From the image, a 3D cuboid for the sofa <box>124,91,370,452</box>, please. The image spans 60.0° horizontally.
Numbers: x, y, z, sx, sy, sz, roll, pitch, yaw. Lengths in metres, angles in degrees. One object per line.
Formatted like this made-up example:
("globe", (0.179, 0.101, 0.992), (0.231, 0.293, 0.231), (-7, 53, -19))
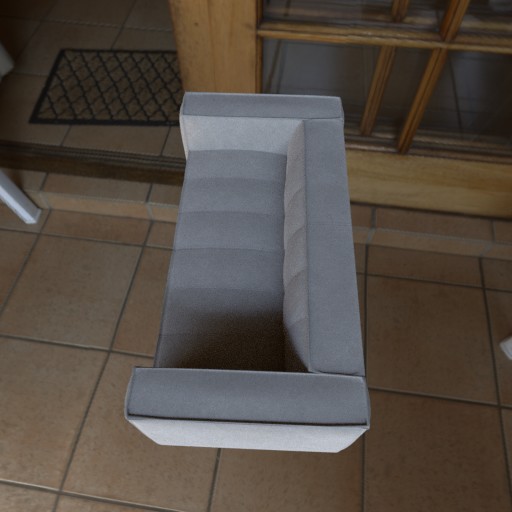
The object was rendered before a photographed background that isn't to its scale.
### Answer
("sofa", (0.000, 0.000, 2.527), (1.038, 0.680, 1.995), (2, 59, 1))
